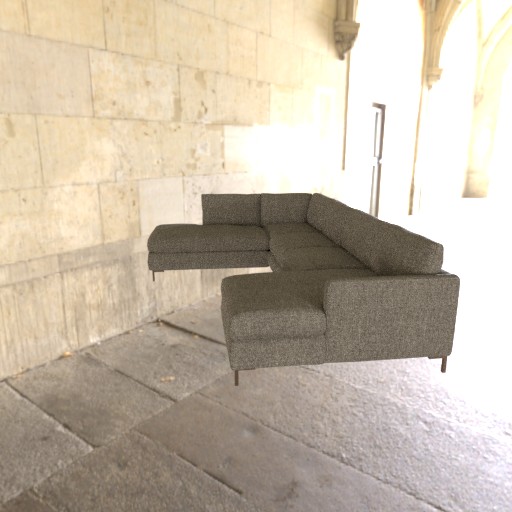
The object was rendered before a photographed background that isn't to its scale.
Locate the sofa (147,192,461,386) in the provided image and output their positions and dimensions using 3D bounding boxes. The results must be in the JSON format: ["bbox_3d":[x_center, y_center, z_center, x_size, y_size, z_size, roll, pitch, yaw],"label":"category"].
[{"bbox_3d":[0.000,0.000,3.574,1.879,0.756,2.737,-2,14,-7],"label":"sofa"}]
